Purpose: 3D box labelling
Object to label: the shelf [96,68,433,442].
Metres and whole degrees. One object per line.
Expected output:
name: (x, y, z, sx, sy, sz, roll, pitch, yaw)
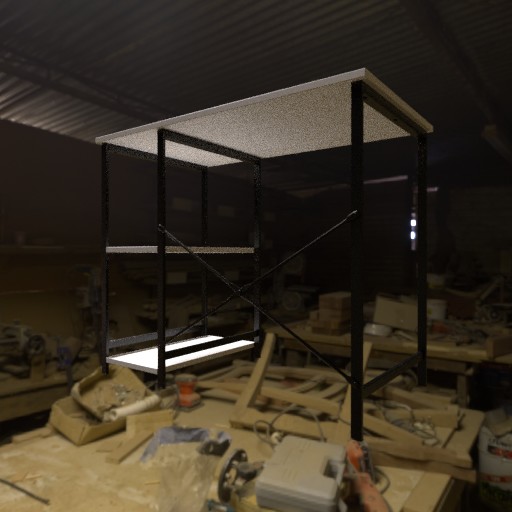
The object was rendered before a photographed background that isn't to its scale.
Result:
shelf: (0.000, 0.000, 1.347, 0.902, 0.750, 0.498, 0, 0, 36)
